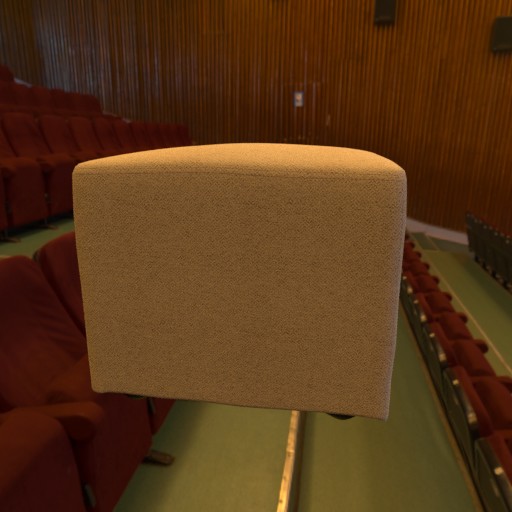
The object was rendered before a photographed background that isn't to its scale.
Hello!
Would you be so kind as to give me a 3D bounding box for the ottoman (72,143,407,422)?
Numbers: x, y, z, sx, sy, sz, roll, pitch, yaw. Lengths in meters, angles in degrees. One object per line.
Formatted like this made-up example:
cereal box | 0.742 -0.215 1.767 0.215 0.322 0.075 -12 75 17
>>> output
ottoman | 0.000 0.000 0.924 0.512 0.453 0.521 2 15 9
